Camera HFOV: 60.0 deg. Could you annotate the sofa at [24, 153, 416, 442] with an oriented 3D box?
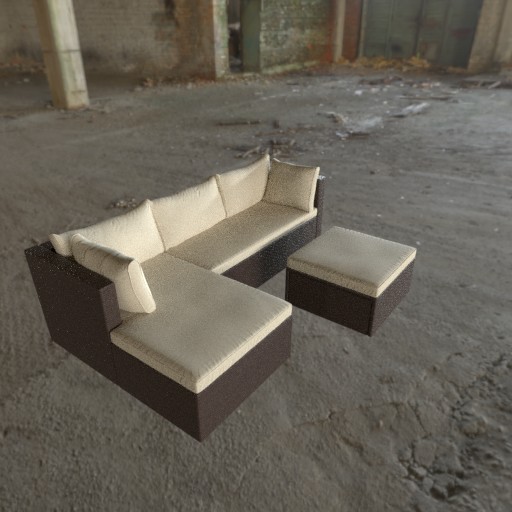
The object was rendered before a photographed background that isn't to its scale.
[{"bbox_3d":[0.000,0.000,2.934,1.612,0.766,2.192,19,33,32],"label":"sofa"}]
